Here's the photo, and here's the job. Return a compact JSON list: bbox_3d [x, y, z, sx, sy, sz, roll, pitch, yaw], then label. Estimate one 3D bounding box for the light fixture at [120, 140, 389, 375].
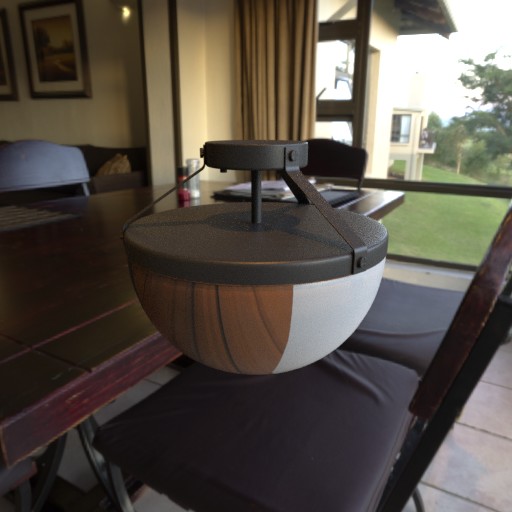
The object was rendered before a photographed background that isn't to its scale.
[{"bbox_3d":[0.000,0.000,0.539,0.304,0.269,0.304,0,17,0],"label":"light fixture"}]
